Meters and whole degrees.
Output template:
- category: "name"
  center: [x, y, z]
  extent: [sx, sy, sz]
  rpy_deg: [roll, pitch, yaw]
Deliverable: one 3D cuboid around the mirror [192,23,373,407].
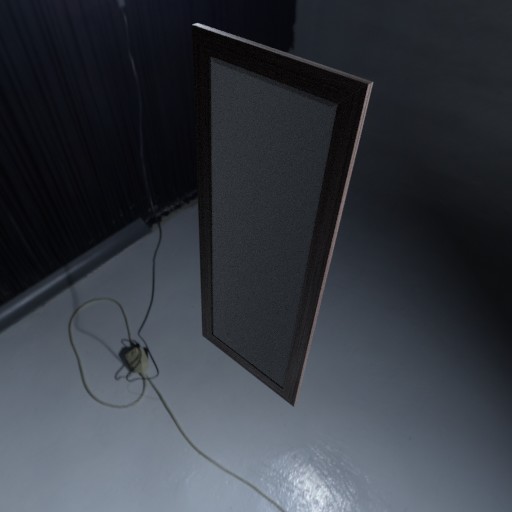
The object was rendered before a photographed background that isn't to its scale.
- category: "mirror"
  center: [0.000, 0.000, 2.291]
  extent: [0.812, 2.020, 0.221]
  rpy_deg: [32, 54, 27]
